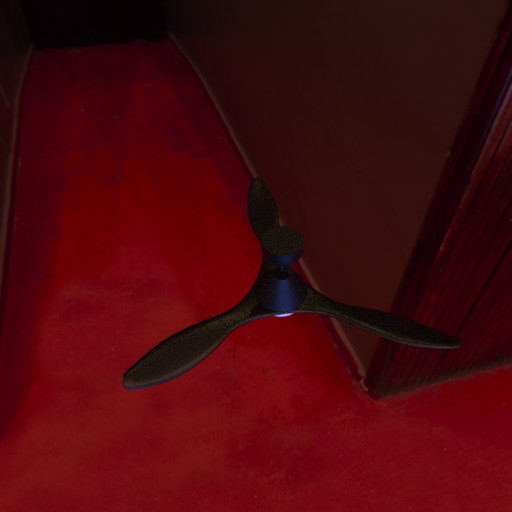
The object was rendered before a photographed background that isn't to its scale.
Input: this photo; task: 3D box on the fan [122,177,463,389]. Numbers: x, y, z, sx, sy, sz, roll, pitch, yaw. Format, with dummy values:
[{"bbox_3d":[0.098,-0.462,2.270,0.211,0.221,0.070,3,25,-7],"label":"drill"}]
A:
[{"bbox_3d":[0.000,0.000,1.600,1.067,0.305,1.067,-15,49,-13],"label":"fan"}]
